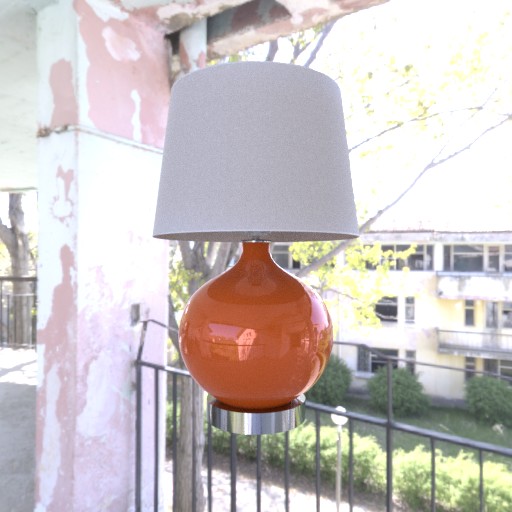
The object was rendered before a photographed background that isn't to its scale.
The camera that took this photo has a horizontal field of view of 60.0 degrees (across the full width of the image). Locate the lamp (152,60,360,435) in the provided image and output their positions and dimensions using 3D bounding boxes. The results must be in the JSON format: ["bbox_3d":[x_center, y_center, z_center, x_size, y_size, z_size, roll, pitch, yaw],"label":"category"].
[{"bbox_3d":[0.000,0.000,0.540,0.247,0.387,0.247,0,-1,0],"label":"lamp"}]
